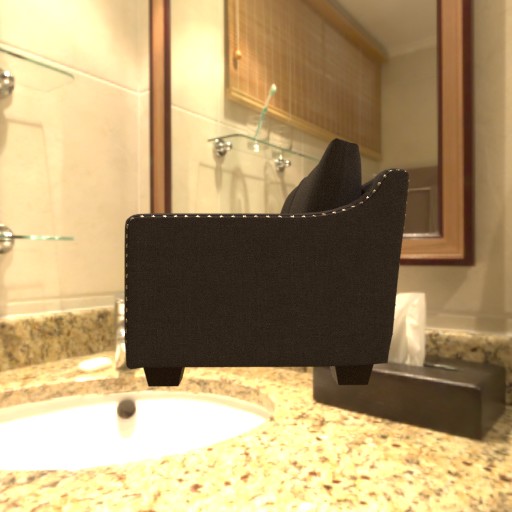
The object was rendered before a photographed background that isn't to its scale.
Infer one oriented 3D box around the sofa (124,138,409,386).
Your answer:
[{"bbox_3d":[0.000,0.000,3.264,1.336,1.196,2.550,0,0,-1],"label":"sofa"}]
